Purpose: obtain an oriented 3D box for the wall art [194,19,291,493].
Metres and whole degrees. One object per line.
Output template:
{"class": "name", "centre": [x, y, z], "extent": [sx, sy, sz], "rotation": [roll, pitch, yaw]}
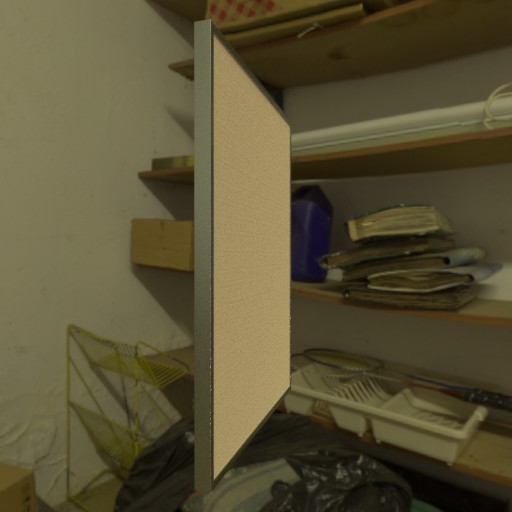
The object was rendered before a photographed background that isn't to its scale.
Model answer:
{"class": "wall art", "centre": [0.000, 0.000, 1.382], "extent": [0.041, 1.062, 0.803], "rotation": [0, 0, 18]}
